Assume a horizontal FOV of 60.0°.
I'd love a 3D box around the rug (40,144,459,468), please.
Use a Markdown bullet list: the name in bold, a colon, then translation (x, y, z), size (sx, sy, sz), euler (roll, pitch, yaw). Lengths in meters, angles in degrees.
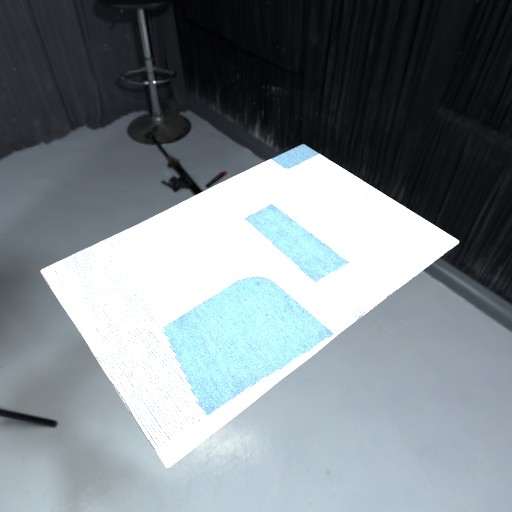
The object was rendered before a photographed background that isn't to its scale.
- **rug**: translation (0.000, 0.000, 2.338), size (1.847, 0.020, 1.238), euler (-31, 54, -26)
